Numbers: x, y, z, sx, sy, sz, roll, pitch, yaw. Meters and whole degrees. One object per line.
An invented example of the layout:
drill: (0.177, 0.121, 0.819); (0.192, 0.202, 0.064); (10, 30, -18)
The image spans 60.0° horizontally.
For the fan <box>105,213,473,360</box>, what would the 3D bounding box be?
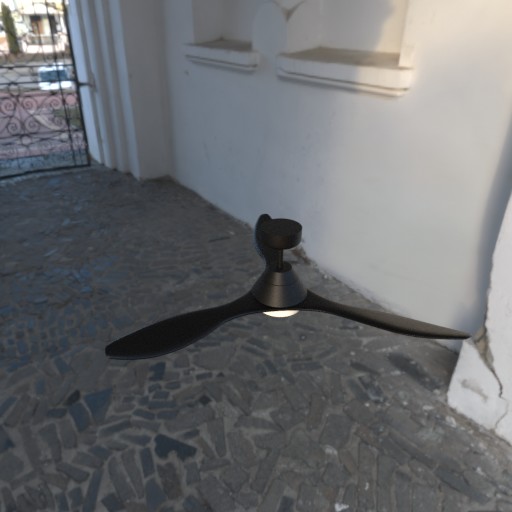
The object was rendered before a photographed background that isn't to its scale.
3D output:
fan: (0.000, 0.000, 1.609); (1.067, 0.305, 1.067); (-8, 30, -14)
